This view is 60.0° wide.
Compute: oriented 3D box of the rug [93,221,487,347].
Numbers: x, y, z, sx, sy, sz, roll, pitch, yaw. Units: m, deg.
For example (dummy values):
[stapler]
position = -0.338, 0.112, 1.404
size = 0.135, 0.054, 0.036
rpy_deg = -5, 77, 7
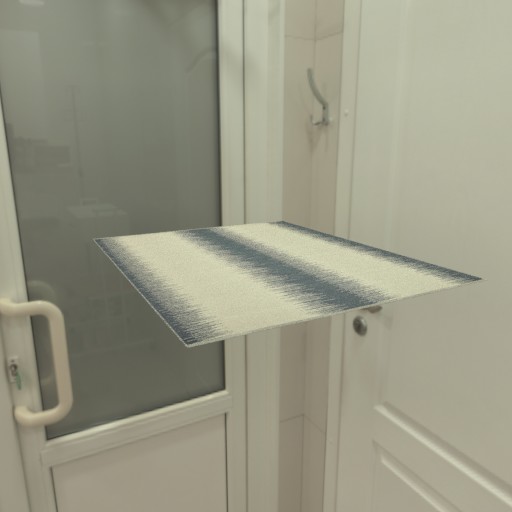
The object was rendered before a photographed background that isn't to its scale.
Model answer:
[rug]
position = 0.000, 0.000, 4.156
size = 2.453, 0.004, 3.037
rpy_deg = -8, 16, -27
